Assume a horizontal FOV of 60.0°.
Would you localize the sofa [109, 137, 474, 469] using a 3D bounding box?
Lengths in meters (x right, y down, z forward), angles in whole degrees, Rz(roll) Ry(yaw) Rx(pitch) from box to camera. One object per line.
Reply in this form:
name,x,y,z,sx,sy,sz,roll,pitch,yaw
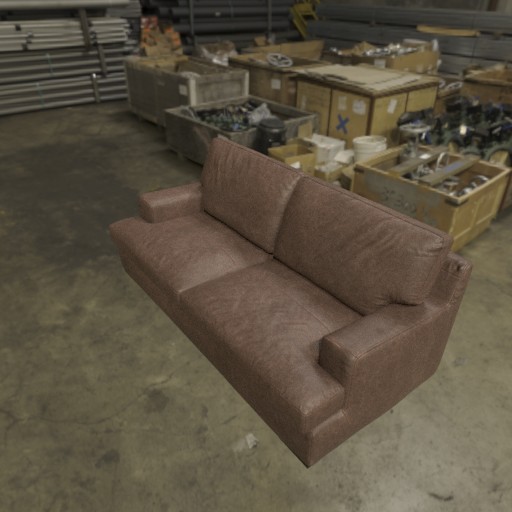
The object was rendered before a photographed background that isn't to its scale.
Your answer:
sofa,0.000,0.000,2.832,1.143,0.941,2.261,-22,38,-31
